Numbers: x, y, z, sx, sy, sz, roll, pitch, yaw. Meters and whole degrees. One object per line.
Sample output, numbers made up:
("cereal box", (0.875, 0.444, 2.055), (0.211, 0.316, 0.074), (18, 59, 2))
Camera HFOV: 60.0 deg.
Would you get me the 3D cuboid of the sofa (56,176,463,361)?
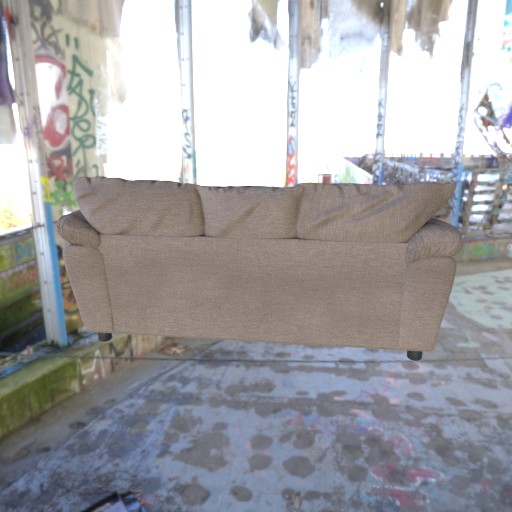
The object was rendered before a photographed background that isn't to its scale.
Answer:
("sofa", (0.000, 0.000, 2.895), (2.390, 1.043, 0.927), (2, 14, 8))
